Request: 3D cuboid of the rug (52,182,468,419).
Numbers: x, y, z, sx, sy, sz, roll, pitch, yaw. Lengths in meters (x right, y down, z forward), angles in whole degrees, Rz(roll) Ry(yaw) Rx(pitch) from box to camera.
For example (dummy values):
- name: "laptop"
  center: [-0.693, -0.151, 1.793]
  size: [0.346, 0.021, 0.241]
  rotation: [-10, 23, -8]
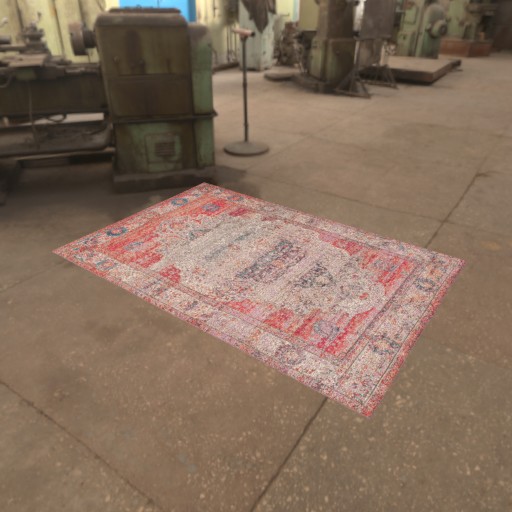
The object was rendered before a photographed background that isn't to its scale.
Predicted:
- name: "rug"
  center: [0.000, 0.000, 2.335]
  size: [1.829, 0.006, 1.219]
  rotation: [21, 37, 30]
